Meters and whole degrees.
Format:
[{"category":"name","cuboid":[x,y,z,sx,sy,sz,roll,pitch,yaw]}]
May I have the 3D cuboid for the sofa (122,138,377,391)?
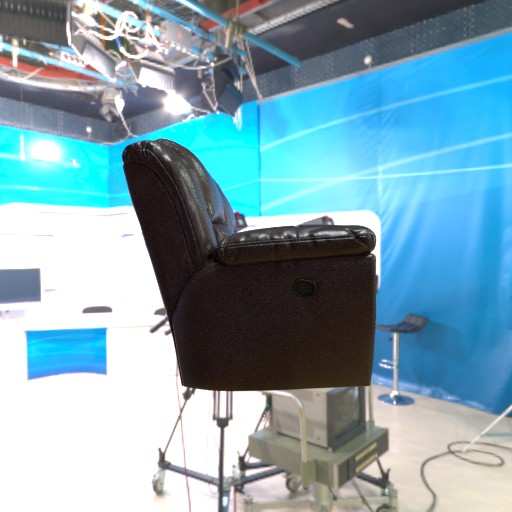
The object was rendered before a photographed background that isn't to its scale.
[{"category":"sofa","cuboid":[0.000,0.000,2.597,0.991,1.043,2.058,0,1,1]}]
